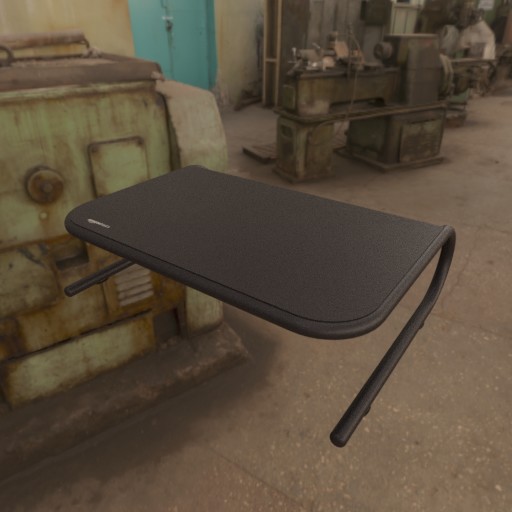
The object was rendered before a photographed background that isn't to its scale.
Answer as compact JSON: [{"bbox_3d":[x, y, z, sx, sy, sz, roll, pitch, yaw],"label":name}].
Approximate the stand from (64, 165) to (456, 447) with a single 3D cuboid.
[{"bbox_3d":[0.000,0.000,0.512,0.370,0.108,0.280,19,34,31],"label":"stand"}]
